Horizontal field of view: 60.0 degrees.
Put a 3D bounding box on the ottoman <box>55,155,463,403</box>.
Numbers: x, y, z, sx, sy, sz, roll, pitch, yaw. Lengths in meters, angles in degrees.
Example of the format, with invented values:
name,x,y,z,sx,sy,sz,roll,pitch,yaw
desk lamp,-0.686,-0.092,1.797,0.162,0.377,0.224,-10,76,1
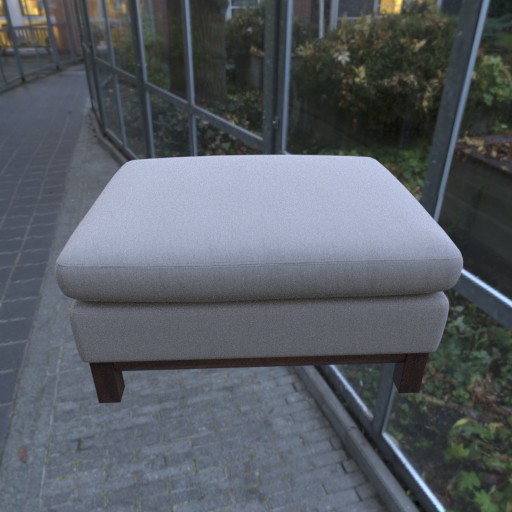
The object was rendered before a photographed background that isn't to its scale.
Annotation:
name,x,y,z,sx,sy,sz,roll,pitch,yaw
ottoman,0.000,0.000,1.120,0.771,0.420,0.606,-1,30,-2
